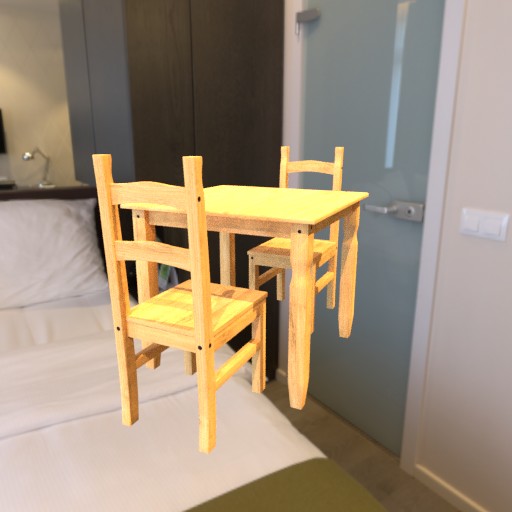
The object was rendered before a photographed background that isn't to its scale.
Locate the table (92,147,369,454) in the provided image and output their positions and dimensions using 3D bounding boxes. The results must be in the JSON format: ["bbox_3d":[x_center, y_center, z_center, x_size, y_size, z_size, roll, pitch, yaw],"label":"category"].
[{"bbox_3d":[0.000,0.000,2.022,0.813,0.942,1.501,7,16,25],"label":"table"}]
